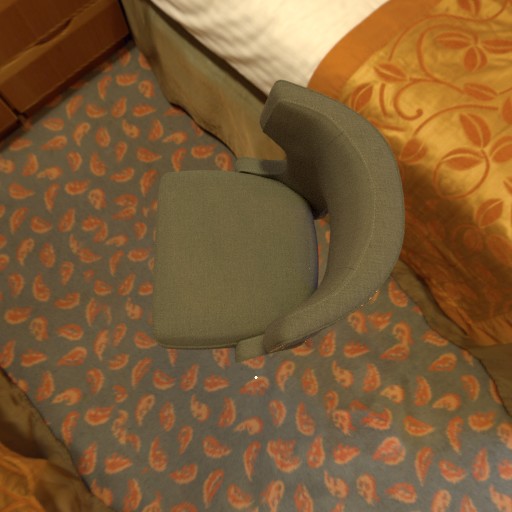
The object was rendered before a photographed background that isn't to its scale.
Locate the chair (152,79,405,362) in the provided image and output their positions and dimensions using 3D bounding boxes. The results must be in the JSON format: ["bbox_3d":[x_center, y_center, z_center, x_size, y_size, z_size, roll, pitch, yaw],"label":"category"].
[{"bbox_3d":[0.000,0.000,1.273,0.581,0.863,0.595,-1,75,0],"label":"chair"}]
